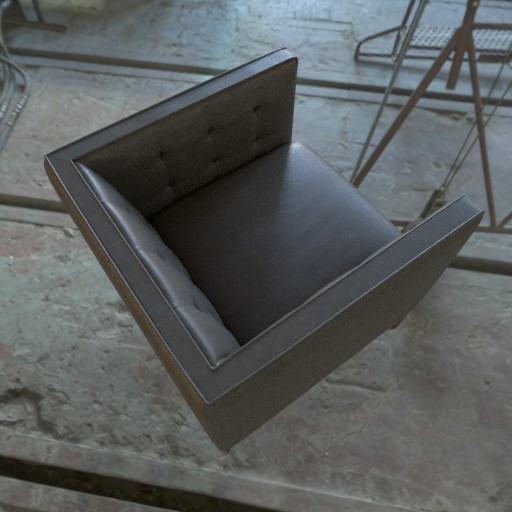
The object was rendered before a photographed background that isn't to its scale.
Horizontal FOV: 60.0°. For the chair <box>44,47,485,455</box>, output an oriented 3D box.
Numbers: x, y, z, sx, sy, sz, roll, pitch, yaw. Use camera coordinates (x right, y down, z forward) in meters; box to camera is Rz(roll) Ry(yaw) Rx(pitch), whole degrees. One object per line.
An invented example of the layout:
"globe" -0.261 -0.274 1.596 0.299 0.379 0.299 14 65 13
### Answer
"chair" 0.000 0.000 1.514 0.894 0.790 0.880 -32 64 -17
